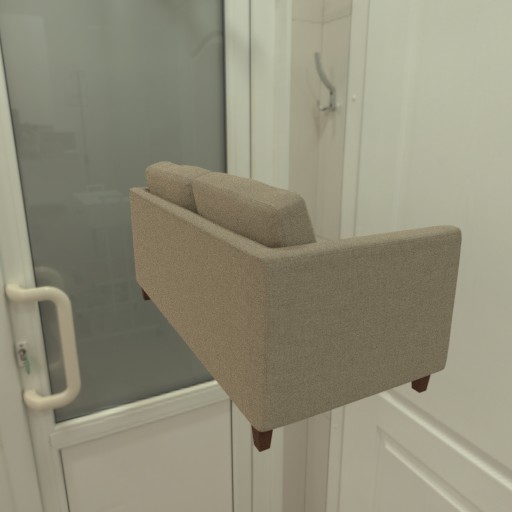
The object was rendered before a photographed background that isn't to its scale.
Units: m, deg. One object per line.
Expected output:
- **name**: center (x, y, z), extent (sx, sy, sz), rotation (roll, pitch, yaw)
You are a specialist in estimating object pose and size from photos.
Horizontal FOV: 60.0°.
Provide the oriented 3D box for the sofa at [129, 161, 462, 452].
- **sofa**: center (0.000, 0.000, 2.416), extent (0.951, 0.947, 1.884), rotation (-8, 18, -26)
